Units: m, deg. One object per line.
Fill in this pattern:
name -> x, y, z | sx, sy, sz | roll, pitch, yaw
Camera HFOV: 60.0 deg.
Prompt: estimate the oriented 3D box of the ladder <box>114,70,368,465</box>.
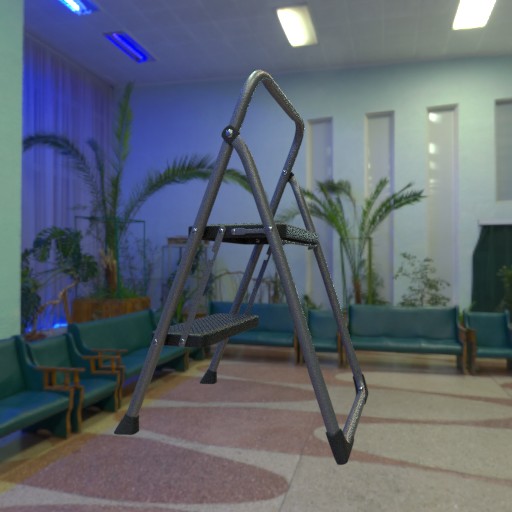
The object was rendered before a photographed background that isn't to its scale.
ladder -> 0.000, 0.000, 1.025 | 0.472, 0.720, 0.430 | 0, -1, 19
